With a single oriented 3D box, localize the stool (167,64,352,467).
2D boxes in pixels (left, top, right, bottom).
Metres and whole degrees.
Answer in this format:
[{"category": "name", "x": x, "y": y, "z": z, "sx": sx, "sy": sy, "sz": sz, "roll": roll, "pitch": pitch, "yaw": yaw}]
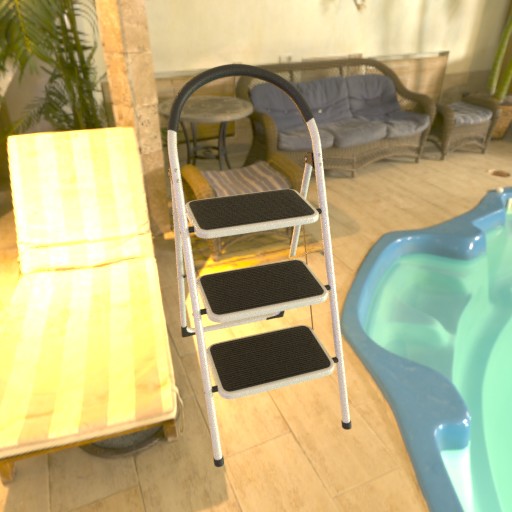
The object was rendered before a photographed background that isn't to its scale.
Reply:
[{"category": "stool", "x": 0.000, "y": 0.000, "z": 1.454, "sx": 0.485, "sy": 1.109, "sz": 0.676, "roll": -9, "pitch": 32, "yaw": -15}]
